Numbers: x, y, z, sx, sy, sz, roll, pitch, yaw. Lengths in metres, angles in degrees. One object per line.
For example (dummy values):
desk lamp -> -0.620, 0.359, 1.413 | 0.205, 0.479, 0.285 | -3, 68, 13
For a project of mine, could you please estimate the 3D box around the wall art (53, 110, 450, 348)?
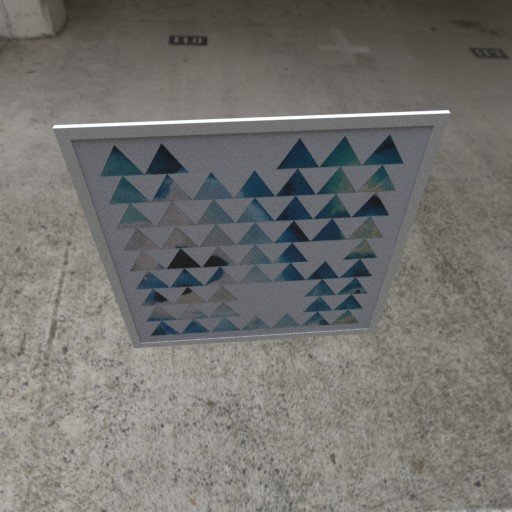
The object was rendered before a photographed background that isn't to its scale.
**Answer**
wall art -> 0.000, 0.000, 0.674 | 0.456, 0.456, 0.007 | -3, 46, -3
